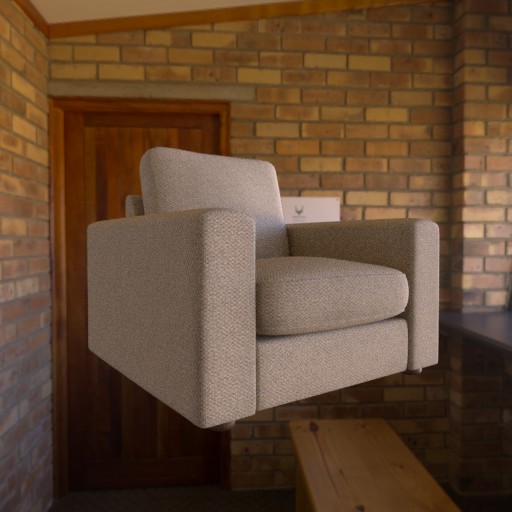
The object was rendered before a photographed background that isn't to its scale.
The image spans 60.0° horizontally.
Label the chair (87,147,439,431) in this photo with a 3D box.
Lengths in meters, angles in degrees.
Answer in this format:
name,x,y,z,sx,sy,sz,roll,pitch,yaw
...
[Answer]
name,x,y,z,sx,sy,sz,roll,pitch,yaw
chair,0.000,0.000,1.716,1.005,0.873,1.016,-1,2,-36
